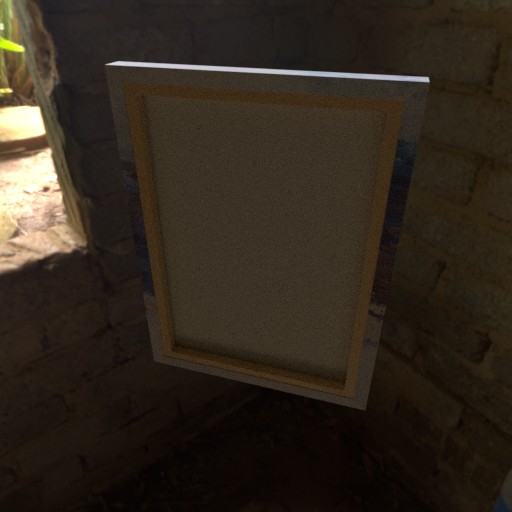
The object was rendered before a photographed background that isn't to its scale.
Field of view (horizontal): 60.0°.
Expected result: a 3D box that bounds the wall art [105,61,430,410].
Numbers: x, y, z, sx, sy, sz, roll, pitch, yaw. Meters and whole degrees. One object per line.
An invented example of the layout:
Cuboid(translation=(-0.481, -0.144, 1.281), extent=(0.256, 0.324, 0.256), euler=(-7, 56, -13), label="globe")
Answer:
Cuboid(translation=(0.000, 0.000, 0.742), extent=(0.437, 0.581, 0.036), euler=(9, 33, 14), label="wall art")
